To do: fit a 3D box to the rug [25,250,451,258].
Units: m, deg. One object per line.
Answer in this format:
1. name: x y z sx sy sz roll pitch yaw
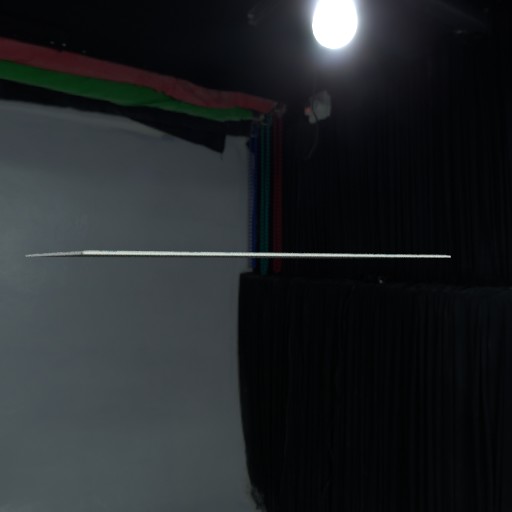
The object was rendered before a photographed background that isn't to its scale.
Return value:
1. rug: 0.000 0.000 1.403 1.220 0.007 0.605 0 -1 -36
